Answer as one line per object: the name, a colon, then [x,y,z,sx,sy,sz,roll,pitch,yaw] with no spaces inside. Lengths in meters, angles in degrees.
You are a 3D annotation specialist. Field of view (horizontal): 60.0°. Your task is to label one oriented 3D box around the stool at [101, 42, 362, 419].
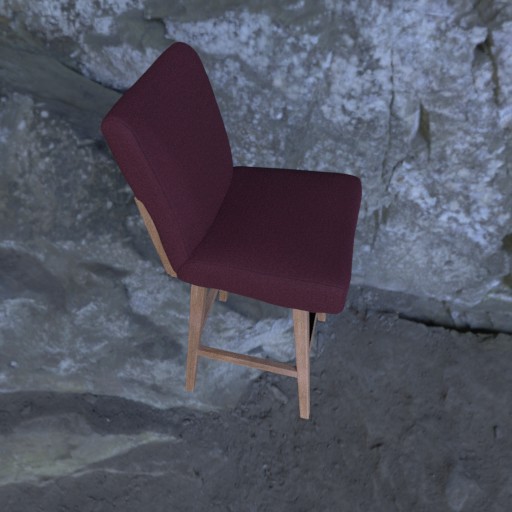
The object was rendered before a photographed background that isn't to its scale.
stool: [0.000,0.000,1.359,0.562,1.093,0.468,10,48,9]
